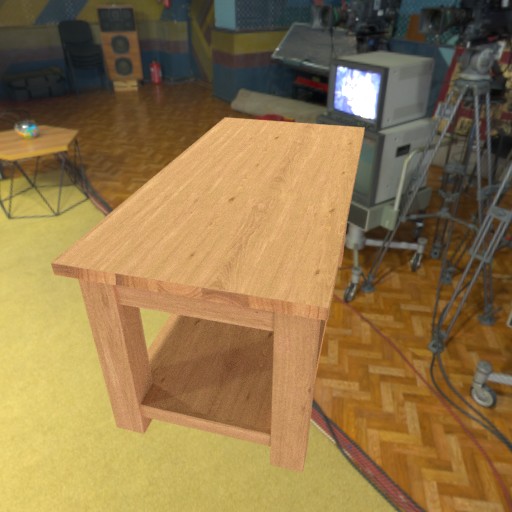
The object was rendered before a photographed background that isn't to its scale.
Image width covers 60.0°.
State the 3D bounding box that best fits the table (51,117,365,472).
[{"bbox_3d":[0.000,0.000,1.156,0.450,0.452,0.899,8,33,12],"label":"table"}]
